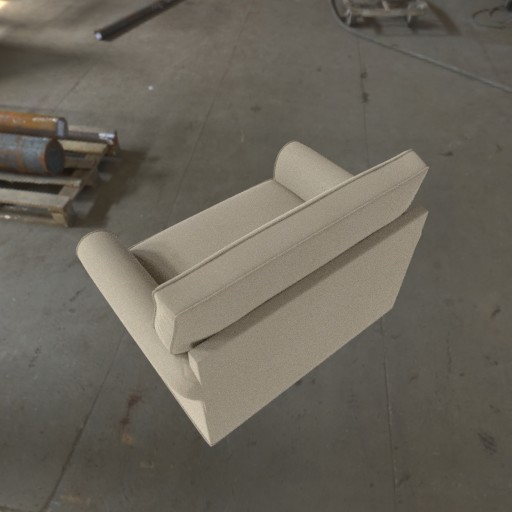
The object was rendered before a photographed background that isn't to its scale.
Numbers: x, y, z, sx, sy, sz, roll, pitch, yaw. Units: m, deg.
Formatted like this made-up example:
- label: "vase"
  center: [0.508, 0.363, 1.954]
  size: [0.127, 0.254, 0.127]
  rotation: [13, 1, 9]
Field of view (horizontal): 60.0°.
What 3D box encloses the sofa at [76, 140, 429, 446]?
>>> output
- label: "sofa"
  center: [0.000, 0.000, 2.162]
  size: [1.405, 1.006, 0.937]
  rotation: [-30, 54, -25]
